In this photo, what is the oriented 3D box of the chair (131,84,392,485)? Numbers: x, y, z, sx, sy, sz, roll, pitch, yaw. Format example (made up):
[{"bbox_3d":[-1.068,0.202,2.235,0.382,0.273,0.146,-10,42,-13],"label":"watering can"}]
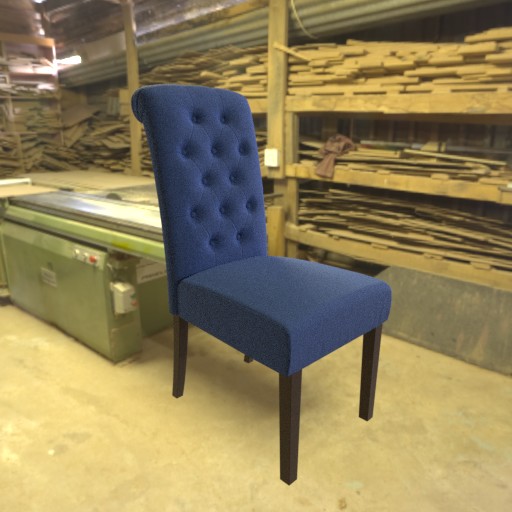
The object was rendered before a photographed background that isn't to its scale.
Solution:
[{"bbox_3d":[0.000,0.000,1.345,0.456,1.006,0.671,-15,22,-43],"label":"chair"}]
